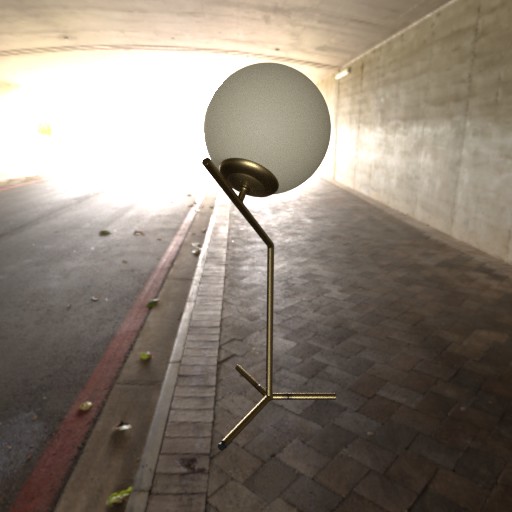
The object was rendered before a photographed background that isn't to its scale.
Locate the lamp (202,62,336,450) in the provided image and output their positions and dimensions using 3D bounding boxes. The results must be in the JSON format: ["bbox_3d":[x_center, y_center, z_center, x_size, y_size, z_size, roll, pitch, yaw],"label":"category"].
[{"bbox_3d":[0.000,0.000,0.675,0.210,0.552,0.251,9,18,29],"label":"lamp"}]
